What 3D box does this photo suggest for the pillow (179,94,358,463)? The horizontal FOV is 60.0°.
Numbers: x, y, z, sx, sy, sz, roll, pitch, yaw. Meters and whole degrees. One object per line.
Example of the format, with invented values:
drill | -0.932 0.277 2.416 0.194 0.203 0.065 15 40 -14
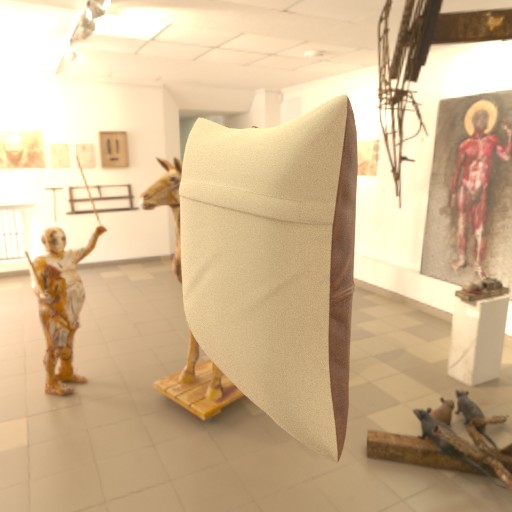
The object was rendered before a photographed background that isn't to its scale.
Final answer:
pillow | 0.000 0.000 0.737 0.192 0.470 0.484 -7 15 -27
